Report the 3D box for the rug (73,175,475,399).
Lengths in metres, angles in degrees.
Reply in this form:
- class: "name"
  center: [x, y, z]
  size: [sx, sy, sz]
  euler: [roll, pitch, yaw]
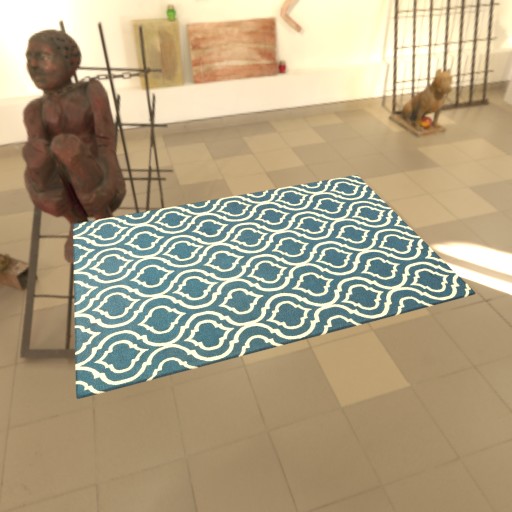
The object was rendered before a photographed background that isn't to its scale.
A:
- class: "rug"
  center: [0.000, 0.000, 2.242]
  size: [1.753, 0.010, 1.143]
  euler: [-12, 41, -14]
